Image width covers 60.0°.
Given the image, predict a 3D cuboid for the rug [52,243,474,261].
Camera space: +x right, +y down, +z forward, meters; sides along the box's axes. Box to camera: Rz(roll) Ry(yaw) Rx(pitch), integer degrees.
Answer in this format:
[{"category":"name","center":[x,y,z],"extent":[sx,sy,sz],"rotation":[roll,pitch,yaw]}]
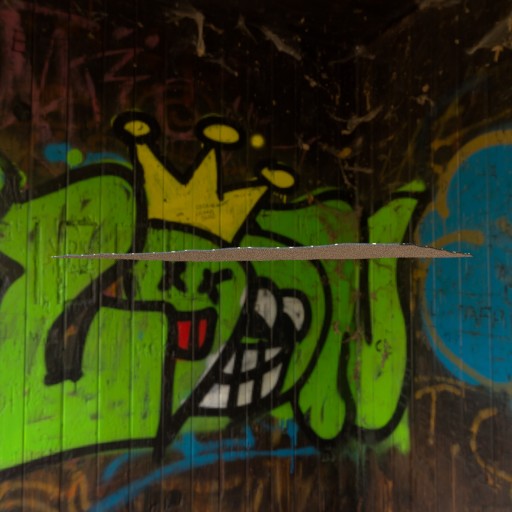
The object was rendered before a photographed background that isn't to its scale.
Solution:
[{"category":"rug","center":[0.000,0.000,3.015],"extent":[2.448,0.017,1.529],"rotation":[-2,-3,36]}]
